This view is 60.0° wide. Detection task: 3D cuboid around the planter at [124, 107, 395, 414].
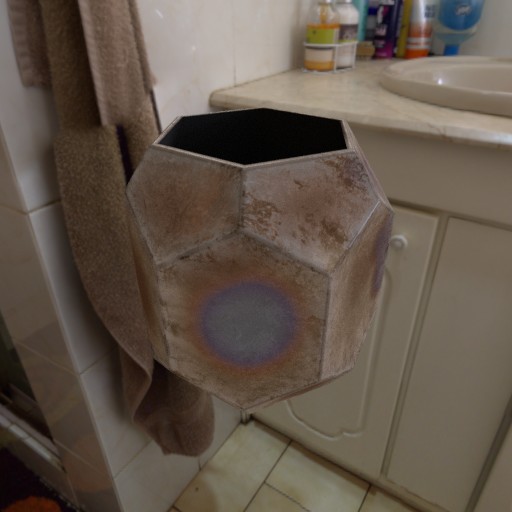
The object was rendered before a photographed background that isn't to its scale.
[{"bbox_3d":[0.000,0.000,0.422,0.221,0.238,0.243,20,37,30],"label":"planter"}]
